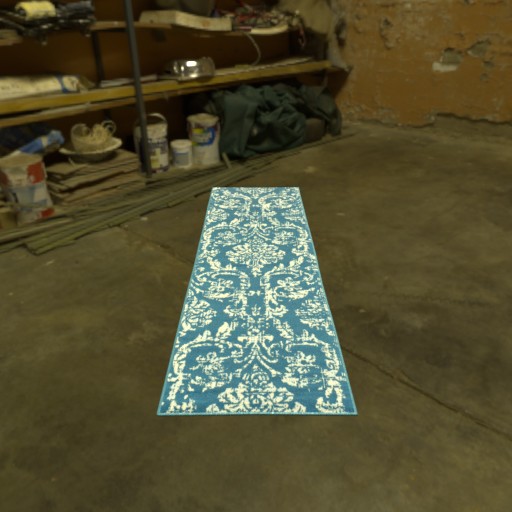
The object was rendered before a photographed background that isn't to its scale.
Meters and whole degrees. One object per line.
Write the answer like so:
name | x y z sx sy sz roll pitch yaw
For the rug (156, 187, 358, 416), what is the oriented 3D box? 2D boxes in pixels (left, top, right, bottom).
rug | 0.000 0.000 2.416 0.662 0.011 2.196 0 28 0
